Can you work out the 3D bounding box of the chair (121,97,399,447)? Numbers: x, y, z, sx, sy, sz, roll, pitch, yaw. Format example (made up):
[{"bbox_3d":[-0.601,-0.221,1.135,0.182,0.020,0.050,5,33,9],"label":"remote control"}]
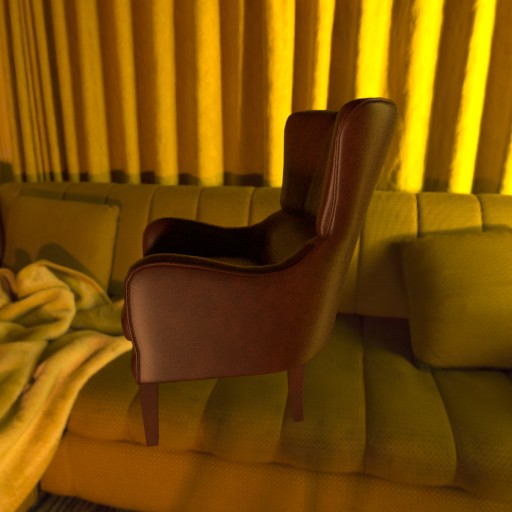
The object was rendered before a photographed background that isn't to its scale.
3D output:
[{"bbox_3d":[0.000,0.000,1.609,0.914,1.048,0.692,-2,15,-9],"label":"chair"}]
